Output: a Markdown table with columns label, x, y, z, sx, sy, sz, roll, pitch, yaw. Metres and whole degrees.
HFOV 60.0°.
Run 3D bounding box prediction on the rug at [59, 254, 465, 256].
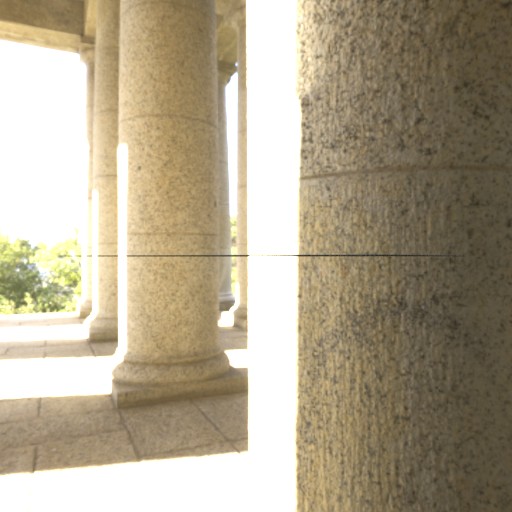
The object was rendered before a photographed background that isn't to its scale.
| label | x | y | z | sx | sy | sz | roll | pitch | yaw |
| --- | --- | --- | --- | --- | --- | --- | --- | --- | --- |
| rug | 0.000 | 0.000 | 4.326 | 3.371 | 0.008 | 2.190 | 0 | 0 | 37 |
